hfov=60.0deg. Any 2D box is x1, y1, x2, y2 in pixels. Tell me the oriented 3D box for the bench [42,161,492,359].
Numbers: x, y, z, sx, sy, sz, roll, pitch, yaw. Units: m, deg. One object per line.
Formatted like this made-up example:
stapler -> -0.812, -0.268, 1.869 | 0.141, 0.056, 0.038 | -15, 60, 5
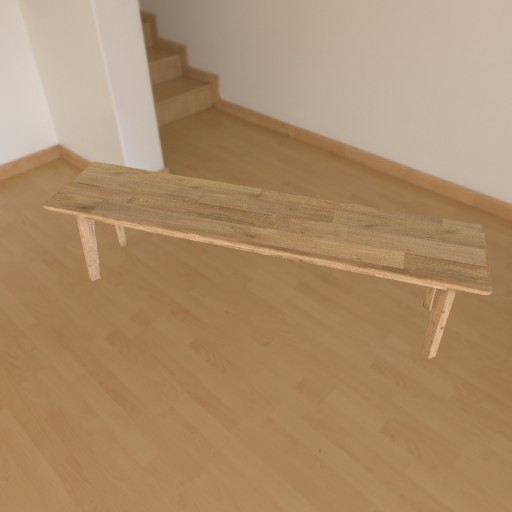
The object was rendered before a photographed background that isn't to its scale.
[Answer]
bench -> 0.000, 0.000, 1.884 | 1.698, 0.431, 0.378 | 11, 42, 13
